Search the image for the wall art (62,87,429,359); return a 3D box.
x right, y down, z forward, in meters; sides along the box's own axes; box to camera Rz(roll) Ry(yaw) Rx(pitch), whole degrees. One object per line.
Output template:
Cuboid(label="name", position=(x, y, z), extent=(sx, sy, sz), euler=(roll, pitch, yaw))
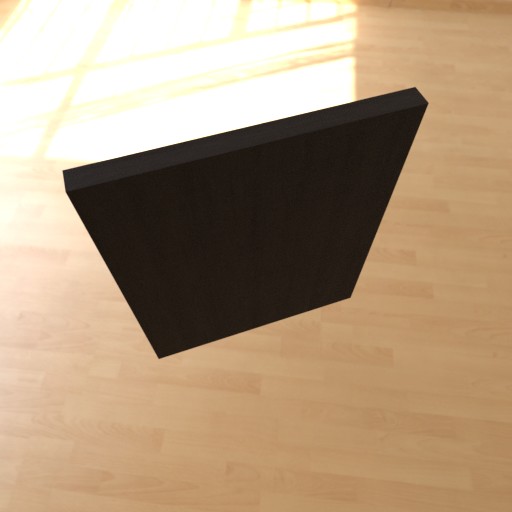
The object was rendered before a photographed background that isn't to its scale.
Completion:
Cuboid(label="wall art", position=(0.000, 0.000, 0.770), extent=(0.455, 0.552, 0.034), euler=(-16, 59, -10))
